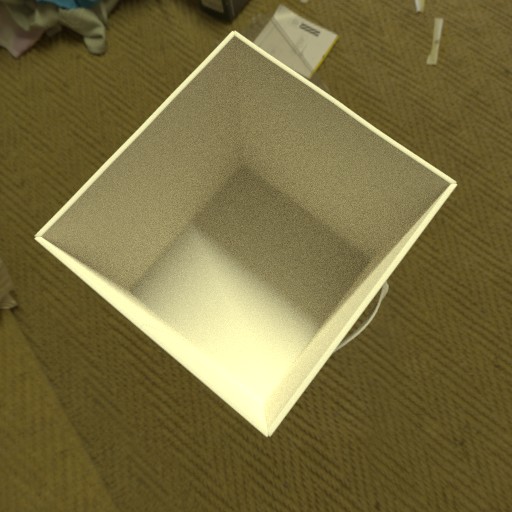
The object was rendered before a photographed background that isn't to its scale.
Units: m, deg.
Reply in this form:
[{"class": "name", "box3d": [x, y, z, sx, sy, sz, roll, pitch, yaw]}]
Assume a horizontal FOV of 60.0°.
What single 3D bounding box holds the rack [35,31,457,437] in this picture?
[{"class": "rack", "box3d": [0.000, 0.000, 0.510, 0.270, 0.280, 0.270, 38, 79, 9]}]
